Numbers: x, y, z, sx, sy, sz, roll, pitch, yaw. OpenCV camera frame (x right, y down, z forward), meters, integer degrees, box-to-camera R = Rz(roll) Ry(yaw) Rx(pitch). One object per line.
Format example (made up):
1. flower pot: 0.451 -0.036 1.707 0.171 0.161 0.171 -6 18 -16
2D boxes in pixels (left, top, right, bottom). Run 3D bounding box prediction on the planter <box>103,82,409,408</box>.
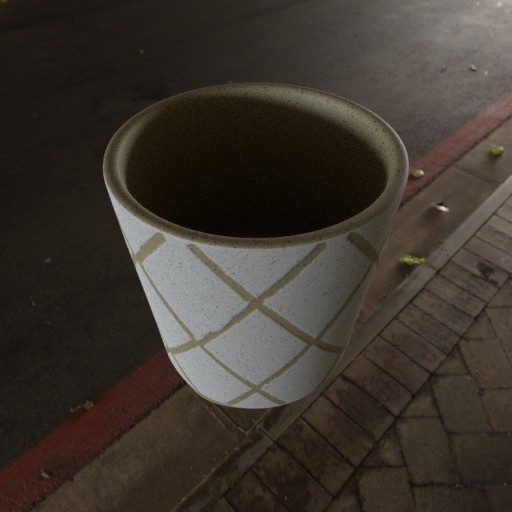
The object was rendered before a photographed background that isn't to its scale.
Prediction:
1. planter: 0.000 0.000 0.353 0.191 0.199 0.191 0 45 0
